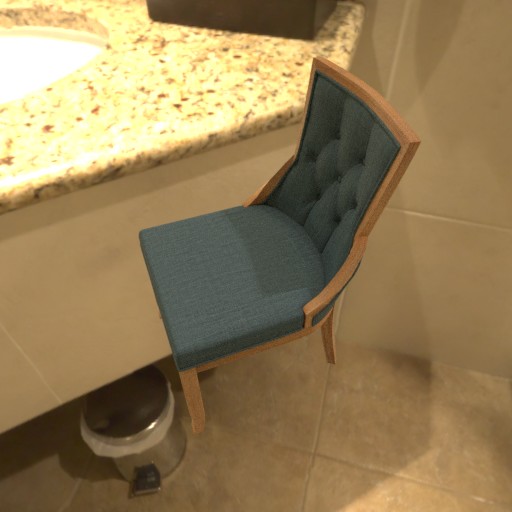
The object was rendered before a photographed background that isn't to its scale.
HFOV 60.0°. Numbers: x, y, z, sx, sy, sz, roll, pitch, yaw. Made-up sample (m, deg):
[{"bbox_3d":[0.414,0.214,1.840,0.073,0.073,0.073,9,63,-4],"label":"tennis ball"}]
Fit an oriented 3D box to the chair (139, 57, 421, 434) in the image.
[{"bbox_3d":[0.000,0.000,1.356,0.641,0.947,0.524,-16,49,-15],"label":"chair"}]
